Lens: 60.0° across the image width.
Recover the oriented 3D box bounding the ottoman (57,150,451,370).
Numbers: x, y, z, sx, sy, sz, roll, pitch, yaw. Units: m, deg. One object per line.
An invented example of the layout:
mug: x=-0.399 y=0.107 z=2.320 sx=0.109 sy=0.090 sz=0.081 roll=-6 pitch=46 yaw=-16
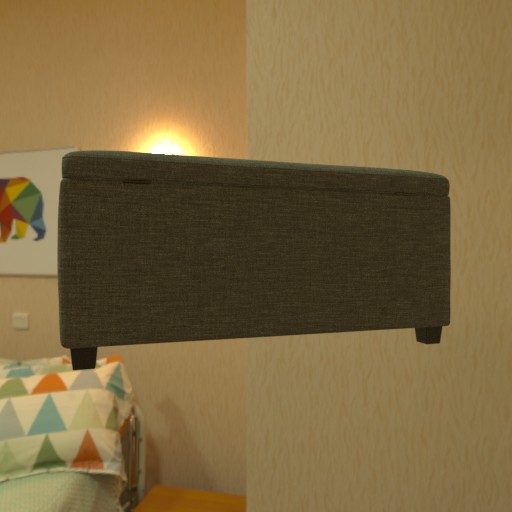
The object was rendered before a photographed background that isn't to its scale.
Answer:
ottoman: x=0.000 y=0.000 z=1.137 sx=0.902 sy=0.432 sz=0.419 roll=0 pitch=0 yaw=-17
